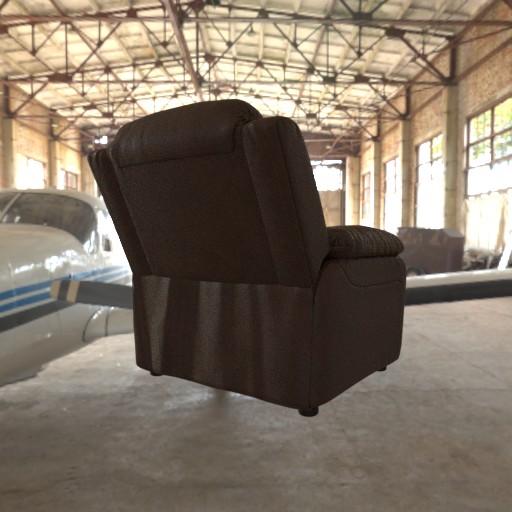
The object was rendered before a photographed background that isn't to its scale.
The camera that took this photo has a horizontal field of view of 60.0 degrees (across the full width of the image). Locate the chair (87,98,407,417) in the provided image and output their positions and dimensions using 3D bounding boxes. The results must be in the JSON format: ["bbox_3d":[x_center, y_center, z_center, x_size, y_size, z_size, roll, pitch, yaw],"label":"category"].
[{"bbox_3d":[0.000,0.000,1.263,0.680,0.702,0.707,2,3,35],"label":"chair"}]
